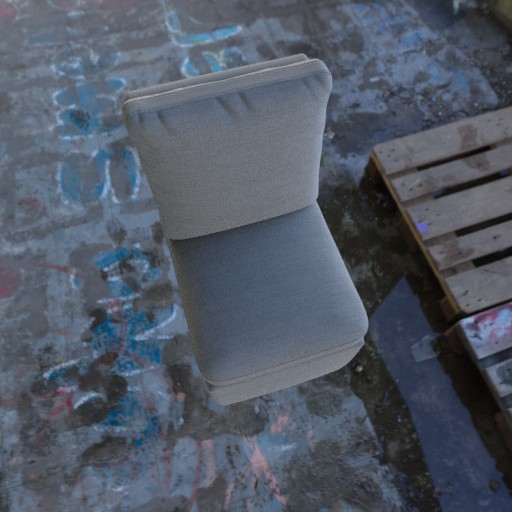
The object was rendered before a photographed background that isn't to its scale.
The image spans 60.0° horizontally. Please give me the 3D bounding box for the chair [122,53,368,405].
[{"bbox_3d":[0.000,0.000,1.328,0.503,0.927,0.698,-15,66,-7],"label":"chair"}]
